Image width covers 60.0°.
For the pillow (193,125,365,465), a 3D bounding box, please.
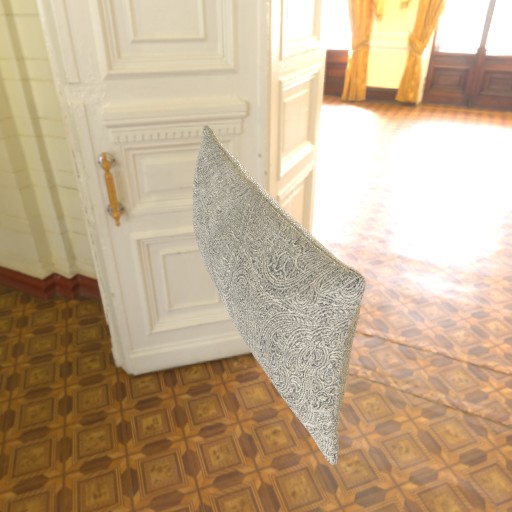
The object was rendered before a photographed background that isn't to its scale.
[{"bbox_3d":[0.000,0.000,0.753,0.151,0.295,0.615,-11,32,-17],"label":"pillow"}]
